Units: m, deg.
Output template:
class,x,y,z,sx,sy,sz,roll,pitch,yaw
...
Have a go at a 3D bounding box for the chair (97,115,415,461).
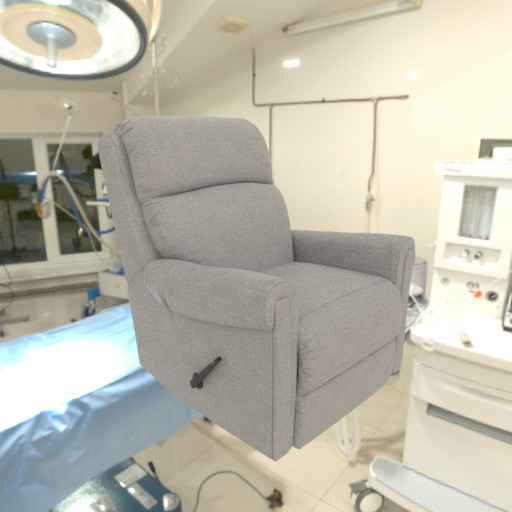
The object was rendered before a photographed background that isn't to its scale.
class,x,y,z,sx,sy,sz,roll,pitch,yaw
chair,0.000,0.000,1.730,0.838,1.054,1.014,-15,22,-43
